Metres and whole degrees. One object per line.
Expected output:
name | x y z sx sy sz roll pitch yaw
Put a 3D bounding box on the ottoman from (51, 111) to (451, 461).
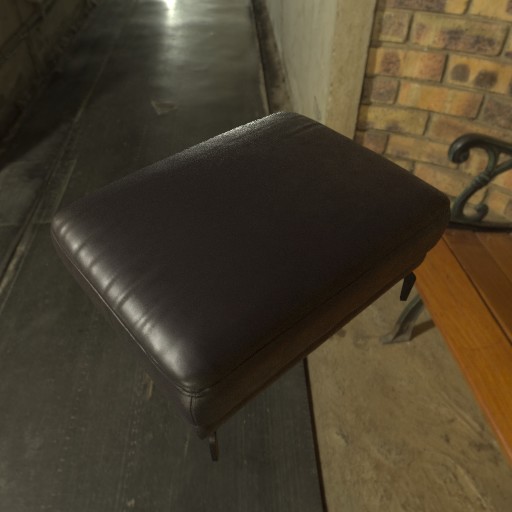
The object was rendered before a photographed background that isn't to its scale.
ottoman | 0.000 0.000 1.084 0.764 0.402 0.570 -32 54 -27
